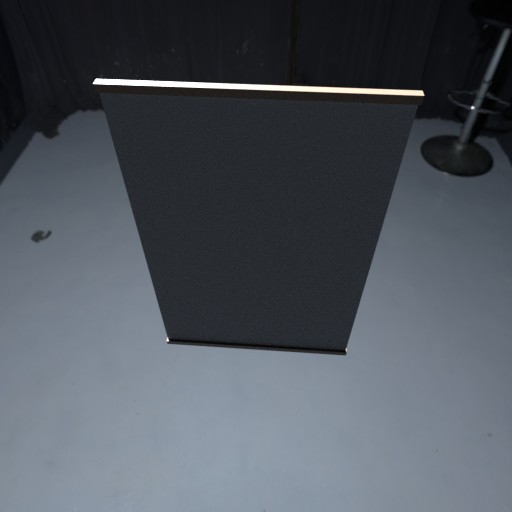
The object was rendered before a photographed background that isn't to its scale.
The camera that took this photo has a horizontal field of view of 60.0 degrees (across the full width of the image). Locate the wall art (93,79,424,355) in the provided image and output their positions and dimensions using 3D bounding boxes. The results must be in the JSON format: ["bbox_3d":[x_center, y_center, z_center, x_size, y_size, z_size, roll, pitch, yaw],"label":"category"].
[{"bbox_3d":[0.000,0.000,1.898,0.990,1.519,0.030,3,48,3],"label":"wall art"}]
